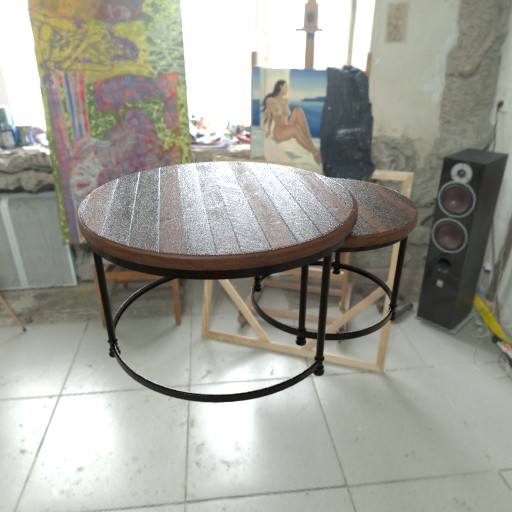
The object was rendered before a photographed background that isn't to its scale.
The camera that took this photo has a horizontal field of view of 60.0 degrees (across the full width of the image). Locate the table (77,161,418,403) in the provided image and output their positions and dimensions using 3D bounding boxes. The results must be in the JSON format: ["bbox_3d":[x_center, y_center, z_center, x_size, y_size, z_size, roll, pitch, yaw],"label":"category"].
[{"bbox_3d":[0.000,0.000,1.615,1.152,0.516,0.870,-18,32,-31],"label":"table"}]
